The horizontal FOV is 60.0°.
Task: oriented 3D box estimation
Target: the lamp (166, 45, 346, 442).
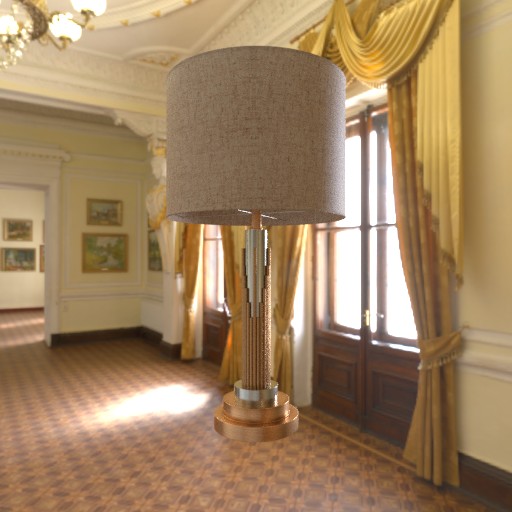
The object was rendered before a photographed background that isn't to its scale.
[{"bbox_3d":[0.000,0.000,0.803,0.321,0.610,0.321,0,0,-20],"label":"lamp"}]
